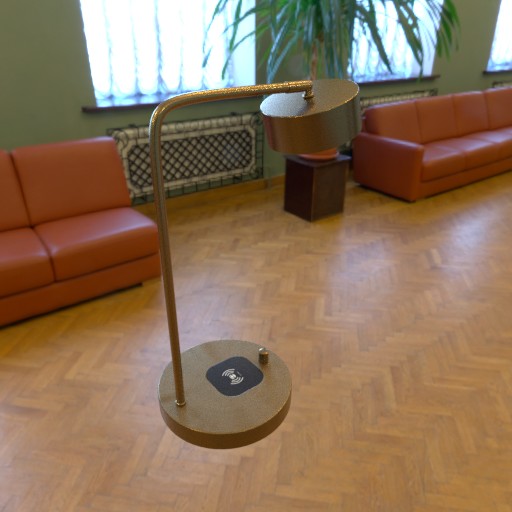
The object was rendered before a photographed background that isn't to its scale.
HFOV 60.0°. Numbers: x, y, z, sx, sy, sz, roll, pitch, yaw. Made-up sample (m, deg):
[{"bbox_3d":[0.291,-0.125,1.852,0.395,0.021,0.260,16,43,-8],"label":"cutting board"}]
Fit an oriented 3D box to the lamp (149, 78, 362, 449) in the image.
[{"bbox_3d":[0.000,0.000,0.523,0.270,0.380,0.171,-19,33,-33],"label":"lamp"}]
